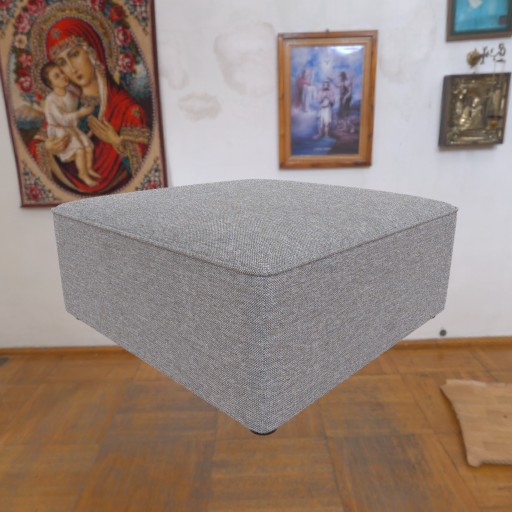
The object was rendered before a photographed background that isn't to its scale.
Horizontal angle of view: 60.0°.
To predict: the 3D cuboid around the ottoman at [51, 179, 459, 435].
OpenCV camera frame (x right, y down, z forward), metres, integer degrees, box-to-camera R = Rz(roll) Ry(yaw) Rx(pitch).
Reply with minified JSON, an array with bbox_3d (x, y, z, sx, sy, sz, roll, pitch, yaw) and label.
[{"bbox_3d":[0.000,0.000,1.552,1.005,0.455,1.005,15,22,42],"label":"ottoman"}]
